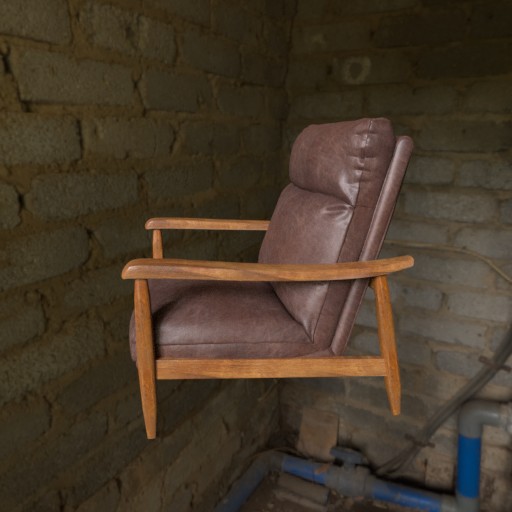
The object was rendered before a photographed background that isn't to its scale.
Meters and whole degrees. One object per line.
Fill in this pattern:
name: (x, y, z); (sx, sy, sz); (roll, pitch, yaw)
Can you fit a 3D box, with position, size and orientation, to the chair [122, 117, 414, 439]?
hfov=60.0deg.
chair: (0.000, 0.000, 1.540); (0.830, 0.897, 0.782); (-2, 15, -8)
